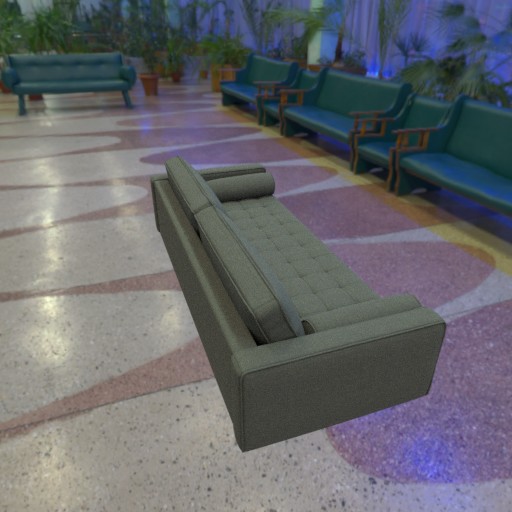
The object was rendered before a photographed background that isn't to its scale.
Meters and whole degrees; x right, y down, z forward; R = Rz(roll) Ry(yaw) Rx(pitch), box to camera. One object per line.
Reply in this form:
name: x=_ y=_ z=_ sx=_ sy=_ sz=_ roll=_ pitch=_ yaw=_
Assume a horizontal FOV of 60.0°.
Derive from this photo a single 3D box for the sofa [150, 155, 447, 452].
sofa: x=0.000 y=0.000 z=2.647 sx=0.914 sy=0.762 sz=2.198 roll=-10 pitch=31 yaw=-17
